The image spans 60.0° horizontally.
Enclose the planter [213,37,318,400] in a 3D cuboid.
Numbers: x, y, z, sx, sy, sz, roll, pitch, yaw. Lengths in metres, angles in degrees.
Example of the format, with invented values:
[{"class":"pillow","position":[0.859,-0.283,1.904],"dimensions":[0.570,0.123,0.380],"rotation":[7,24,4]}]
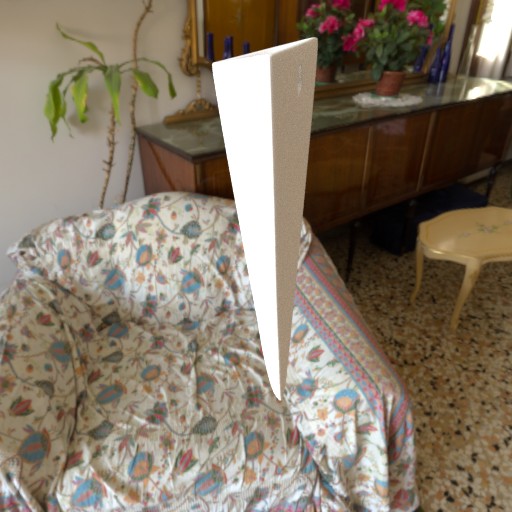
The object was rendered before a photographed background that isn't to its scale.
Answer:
[{"class":"planter","position":[0.000,0.000,0.389],"dimensions":[0.065,0.338,0.143],"rotation":[9,31,15]}]
